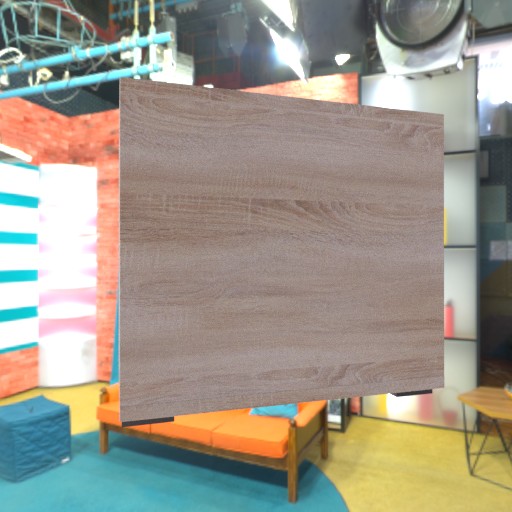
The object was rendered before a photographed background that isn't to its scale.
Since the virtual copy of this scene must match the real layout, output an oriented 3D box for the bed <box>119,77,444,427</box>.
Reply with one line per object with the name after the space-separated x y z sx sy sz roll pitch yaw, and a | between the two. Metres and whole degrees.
0.000 0.000 0.779 0.460 0.420 0.401 0 0 -17 | bed
